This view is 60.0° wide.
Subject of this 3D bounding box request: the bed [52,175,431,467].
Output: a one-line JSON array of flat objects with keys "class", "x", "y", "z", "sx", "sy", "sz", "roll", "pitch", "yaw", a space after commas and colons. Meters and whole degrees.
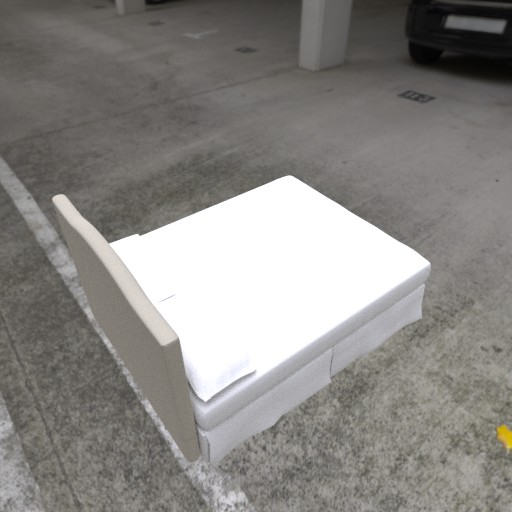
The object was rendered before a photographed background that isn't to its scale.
[{"class": "bed", "x": 0.000, "y": 0.000, "z": 3.701, "sx": 2.477, "sy": 1.437, "sz": 1.977, "roll": -27, "pitch": 47, "yaw": -27}]
